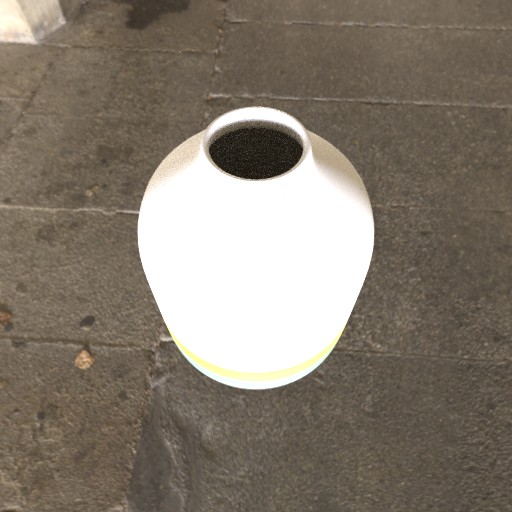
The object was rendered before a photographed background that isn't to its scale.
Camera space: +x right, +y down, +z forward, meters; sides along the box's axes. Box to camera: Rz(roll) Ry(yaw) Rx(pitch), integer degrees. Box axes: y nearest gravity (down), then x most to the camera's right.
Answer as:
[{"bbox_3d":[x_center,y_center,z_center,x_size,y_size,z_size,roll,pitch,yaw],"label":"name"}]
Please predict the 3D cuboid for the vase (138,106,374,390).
[{"bbox_3d":[0.000,0.000,0.354,0.169,0.240,0.169,0,57,0],"label":"vase"}]
